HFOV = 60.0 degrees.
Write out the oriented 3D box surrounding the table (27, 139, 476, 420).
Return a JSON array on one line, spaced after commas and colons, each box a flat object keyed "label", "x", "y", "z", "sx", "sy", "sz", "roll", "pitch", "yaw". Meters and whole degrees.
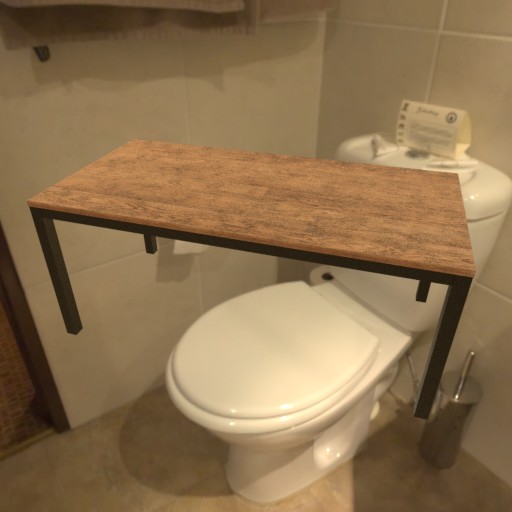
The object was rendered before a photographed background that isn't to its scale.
[{"label": "table", "x": 0.000, "y": 0.000, "z": 2.257, "sx": 1.805, "sy": 0.767, "sz": 0.893, "roll": 10, "pitch": 34, "yaw": 15}]
